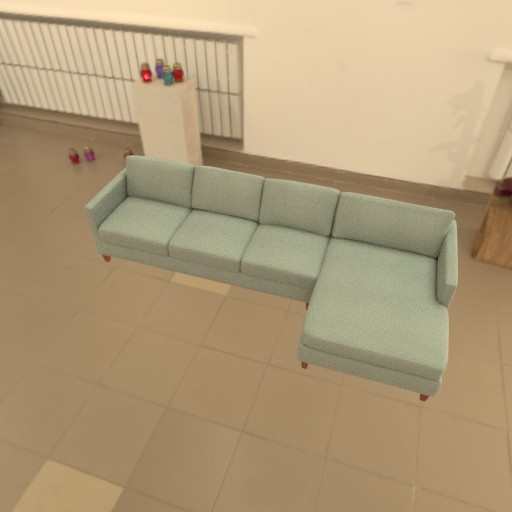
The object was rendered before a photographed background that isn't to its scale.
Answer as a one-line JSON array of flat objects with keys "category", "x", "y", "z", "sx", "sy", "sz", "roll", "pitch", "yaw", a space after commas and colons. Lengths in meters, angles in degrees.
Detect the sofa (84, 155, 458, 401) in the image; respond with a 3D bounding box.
[{"category": "sofa", "x": 0.000, "y": 0.000, "z": 4.144, "sx": 3.471, "sy": 0.950, "sz": 1.604, "roll": 12, "pitch": 43, "yaw": 13}]
